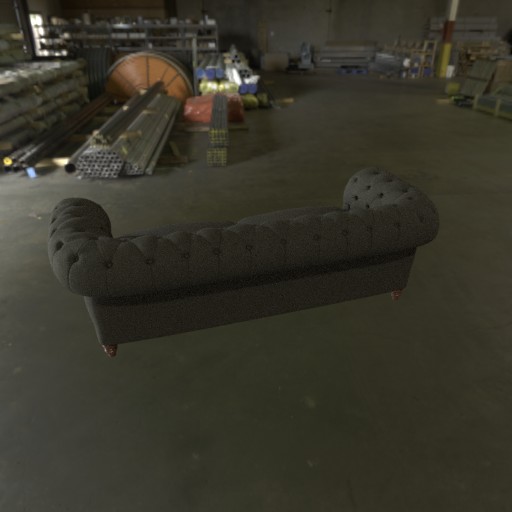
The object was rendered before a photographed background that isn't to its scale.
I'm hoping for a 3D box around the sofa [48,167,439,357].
[{"bbox_3d":[0.000,0.000,2.803,2.362,0.762,0.991,-9,29,-16],"label":"sofa"}]
